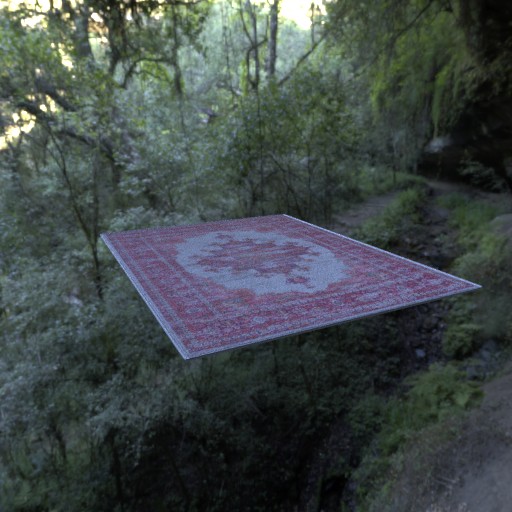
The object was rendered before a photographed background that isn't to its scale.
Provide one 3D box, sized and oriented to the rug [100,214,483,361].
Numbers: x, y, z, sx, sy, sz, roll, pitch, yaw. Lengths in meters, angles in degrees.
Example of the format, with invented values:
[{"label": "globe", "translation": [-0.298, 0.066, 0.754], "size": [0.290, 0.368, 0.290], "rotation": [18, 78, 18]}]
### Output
[{"label": "rug", "translation": [0.000, 0.000, 4.289], "size": [2.447, 0.017, 3.123], "rotation": [-9, 19, -26]}]
